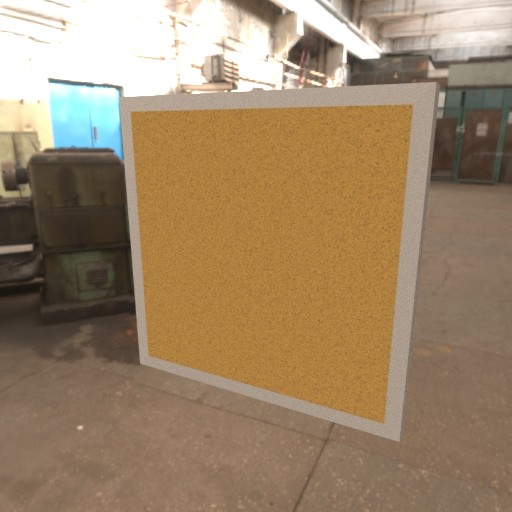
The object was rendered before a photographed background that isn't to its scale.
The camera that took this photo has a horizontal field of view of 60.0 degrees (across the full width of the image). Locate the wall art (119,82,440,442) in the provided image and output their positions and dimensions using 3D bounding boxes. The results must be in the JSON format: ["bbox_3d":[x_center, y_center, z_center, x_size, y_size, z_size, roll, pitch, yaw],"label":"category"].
[{"bbox_3d":[0.000,0.000,1.851,1.289,1.291,0.098,8,18,26],"label":"wall art"}]
